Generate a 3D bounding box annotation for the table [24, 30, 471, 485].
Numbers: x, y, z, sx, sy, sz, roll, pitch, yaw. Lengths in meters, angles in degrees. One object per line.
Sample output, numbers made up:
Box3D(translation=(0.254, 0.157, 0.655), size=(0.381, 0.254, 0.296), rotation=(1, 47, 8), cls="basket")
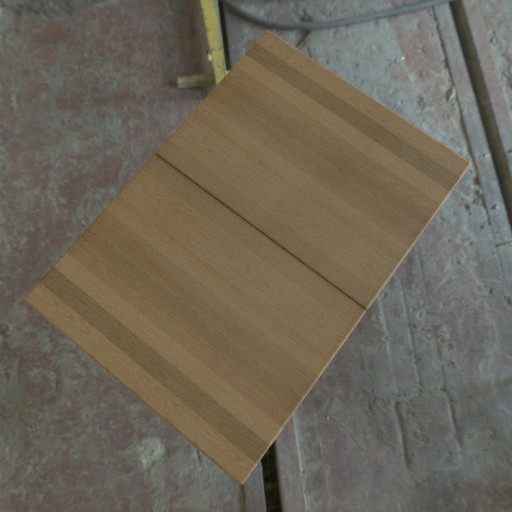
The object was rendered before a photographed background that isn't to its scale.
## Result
Box3D(translation=(0.000, 0.000, 1.854), size=(0.900, 0.770, 1.300), rotation=(37, 79, 8), cls="table")
